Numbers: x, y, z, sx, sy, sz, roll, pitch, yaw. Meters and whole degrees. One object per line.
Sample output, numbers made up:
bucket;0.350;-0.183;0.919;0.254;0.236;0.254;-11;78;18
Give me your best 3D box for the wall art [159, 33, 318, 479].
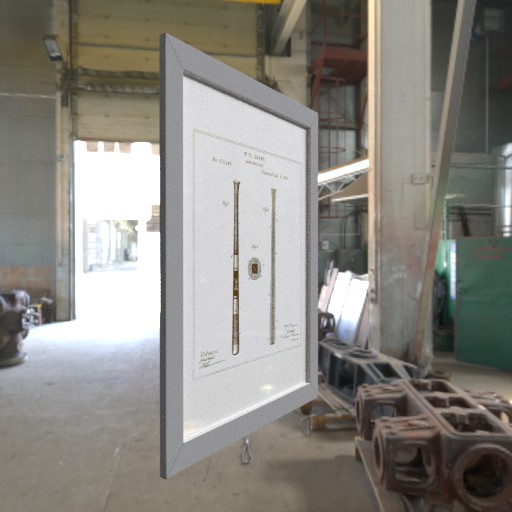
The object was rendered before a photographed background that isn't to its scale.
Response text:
wall art;0.000;0.000;0.677;0.012;0.529;0.374;0;0;36
